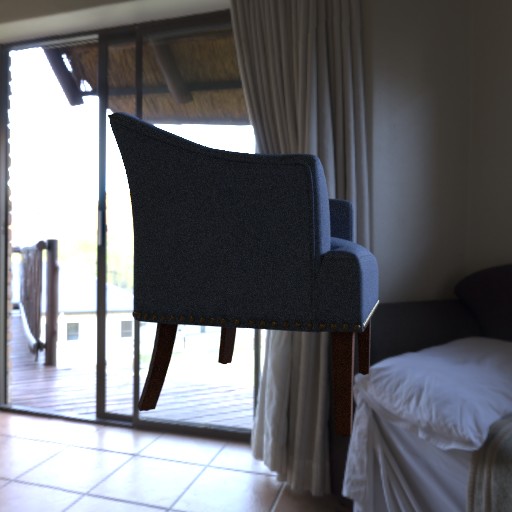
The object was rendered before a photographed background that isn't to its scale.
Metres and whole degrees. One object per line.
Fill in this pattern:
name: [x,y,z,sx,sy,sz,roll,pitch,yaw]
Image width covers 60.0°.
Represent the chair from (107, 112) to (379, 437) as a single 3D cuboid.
chair: [0.000,0.000,1.368,0.704,0.815,0.798,0,-1,18]
